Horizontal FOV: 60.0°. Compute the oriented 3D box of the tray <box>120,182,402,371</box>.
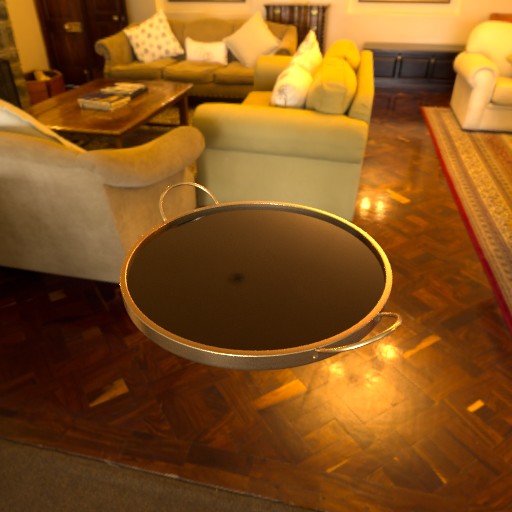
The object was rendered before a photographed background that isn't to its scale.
[{"bbox_3d":[0.000,0.000,0.732,0.438,0.069,0.543,-22,39,-30],"label":"tray"}]
